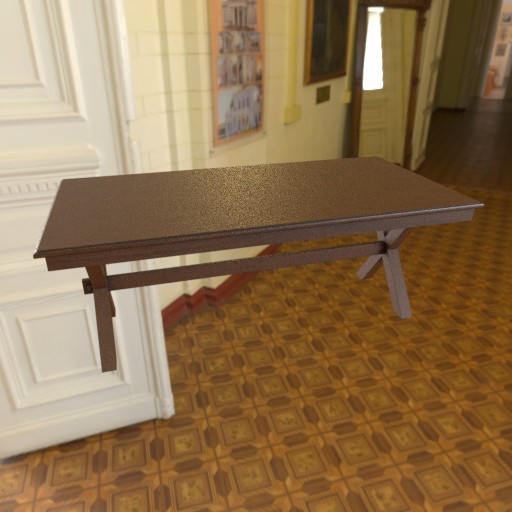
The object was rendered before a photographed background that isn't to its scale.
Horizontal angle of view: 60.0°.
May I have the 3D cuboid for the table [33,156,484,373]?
[{"bbox_3d":[0.000,0.000,1.481,1.197,0.459,0.594,-7,27,-14],"label":"table"}]
